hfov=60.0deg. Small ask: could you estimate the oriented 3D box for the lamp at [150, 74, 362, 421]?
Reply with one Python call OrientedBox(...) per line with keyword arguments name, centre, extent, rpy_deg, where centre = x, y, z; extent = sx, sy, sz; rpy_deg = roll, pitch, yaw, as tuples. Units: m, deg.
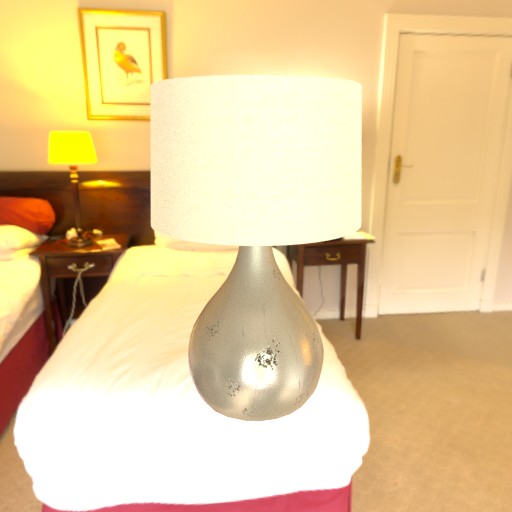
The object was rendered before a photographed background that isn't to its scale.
OrientedBox(name="lamp", centre=(0.000, 0.000, 0.729), extent=(0.330, 0.521, 0.330), rpy_deg=(0, 16, 0))
